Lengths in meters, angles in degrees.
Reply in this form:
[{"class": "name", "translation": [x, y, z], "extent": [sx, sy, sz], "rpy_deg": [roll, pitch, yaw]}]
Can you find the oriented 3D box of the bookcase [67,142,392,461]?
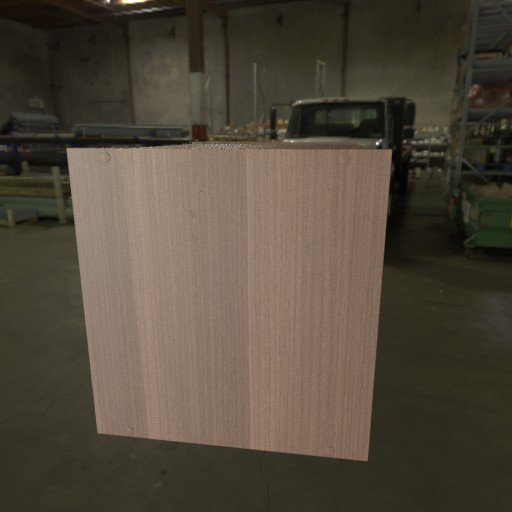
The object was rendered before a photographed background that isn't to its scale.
[{"class": "bookcase", "translation": [0.000, 0.000, 0.624], "extent": [0.290, 0.305, 0.415], "rpy_deg": [2, 15, 8]}]
